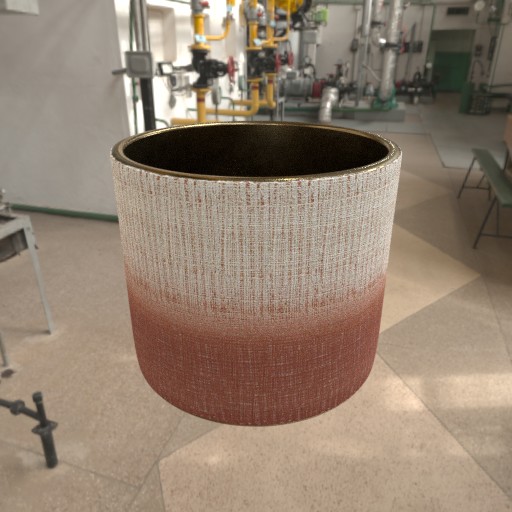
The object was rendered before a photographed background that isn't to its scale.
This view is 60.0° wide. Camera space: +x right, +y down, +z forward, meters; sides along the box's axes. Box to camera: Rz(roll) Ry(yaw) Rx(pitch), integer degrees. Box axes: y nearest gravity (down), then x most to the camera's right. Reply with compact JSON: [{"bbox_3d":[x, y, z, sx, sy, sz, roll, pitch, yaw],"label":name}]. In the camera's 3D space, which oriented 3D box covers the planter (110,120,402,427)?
[{"bbox_3d":[0.000,0.000,0.309,0.178,0.157,0.178,0,26,0],"label":"planter"}]
